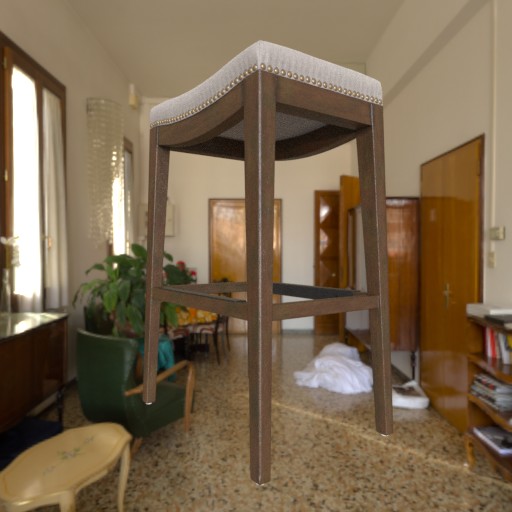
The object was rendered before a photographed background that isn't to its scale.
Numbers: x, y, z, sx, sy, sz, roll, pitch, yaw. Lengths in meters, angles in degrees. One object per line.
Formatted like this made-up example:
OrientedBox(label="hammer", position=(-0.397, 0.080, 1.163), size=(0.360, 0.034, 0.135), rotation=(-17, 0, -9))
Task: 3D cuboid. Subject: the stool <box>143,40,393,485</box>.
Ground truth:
OrientedBox(label="stool", position=(0.000, 0.000, 1.038), size=(0.356, 0.762, 0.508), rotation=(-1, 1, -36))
